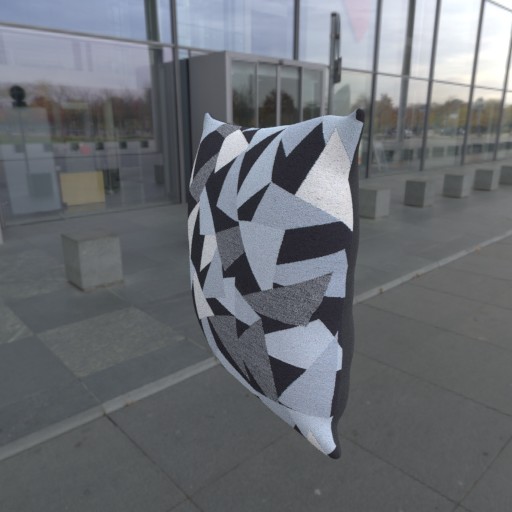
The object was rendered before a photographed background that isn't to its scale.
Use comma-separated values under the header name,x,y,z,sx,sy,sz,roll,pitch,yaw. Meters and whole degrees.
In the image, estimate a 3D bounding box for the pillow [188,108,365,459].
name,x,y,z,sx,sy,sz,roll,pitch,yaw
pillow,0.000,0.000,0.786,0.208,0.496,0.503,-8,18,-26
